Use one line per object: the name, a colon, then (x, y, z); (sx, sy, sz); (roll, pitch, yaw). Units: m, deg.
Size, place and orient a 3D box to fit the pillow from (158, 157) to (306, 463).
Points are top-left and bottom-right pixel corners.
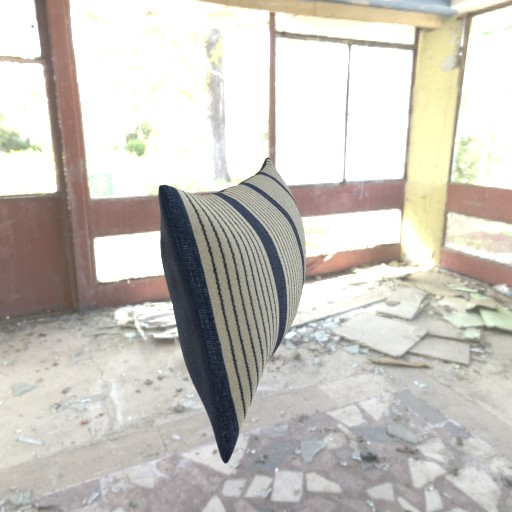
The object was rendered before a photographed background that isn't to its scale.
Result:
pillow: (0.000, 0.000, 0.720); (0.156, 0.292, 0.608); (3, 16, 10)
